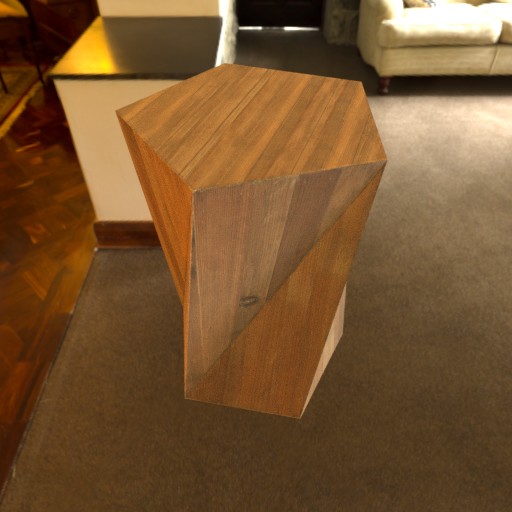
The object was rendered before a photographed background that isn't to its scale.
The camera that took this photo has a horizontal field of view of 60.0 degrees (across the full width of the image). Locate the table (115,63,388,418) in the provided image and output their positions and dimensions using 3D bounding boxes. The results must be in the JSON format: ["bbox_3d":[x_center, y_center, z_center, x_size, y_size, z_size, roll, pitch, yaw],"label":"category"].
[{"bbox_3d":[0.000,0.000,0.890,0.441,0.604,0.425,30,51,28],"label":"table"}]
